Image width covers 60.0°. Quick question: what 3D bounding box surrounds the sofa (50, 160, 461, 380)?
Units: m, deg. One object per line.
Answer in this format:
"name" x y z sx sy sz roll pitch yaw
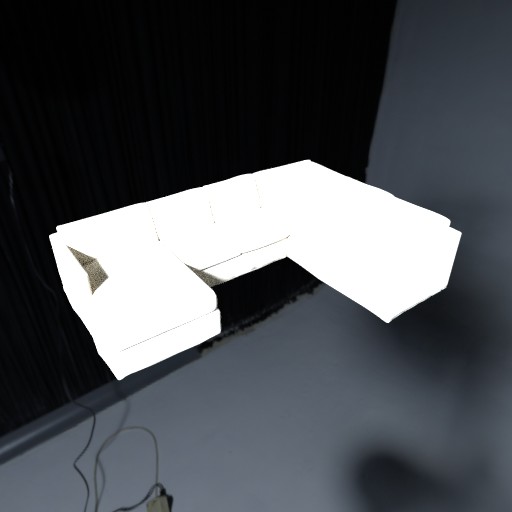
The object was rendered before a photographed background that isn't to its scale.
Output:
"sofa" 0.000 0.000 4.618 3.464 0.882 2.448 -21 37 -31
